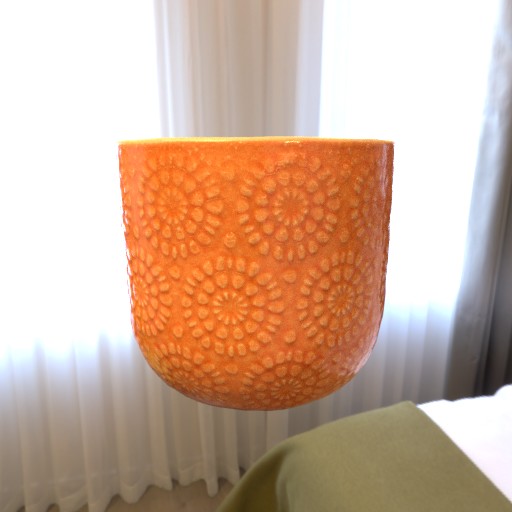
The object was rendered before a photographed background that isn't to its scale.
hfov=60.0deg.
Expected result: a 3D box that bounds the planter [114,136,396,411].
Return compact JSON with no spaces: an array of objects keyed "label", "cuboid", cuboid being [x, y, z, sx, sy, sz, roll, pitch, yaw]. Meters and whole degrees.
[{"label":"planter","cuboid":[0.000,0.000,0.289,0.170,0.152,0.170,0,13,0]}]
